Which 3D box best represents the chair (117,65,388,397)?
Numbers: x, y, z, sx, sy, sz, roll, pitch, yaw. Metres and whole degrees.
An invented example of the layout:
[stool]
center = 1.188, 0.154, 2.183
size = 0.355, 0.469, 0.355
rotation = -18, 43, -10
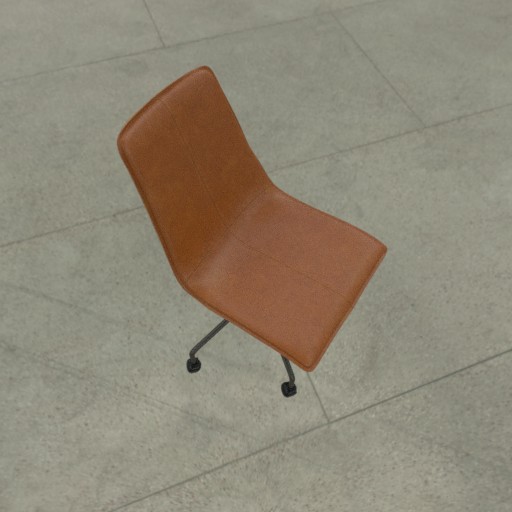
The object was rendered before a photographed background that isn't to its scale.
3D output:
[chair]
center = 0.000, 0.000, 1.361
size = 0.660, 0.920, 0.651
rotation = 30, 63, 17
